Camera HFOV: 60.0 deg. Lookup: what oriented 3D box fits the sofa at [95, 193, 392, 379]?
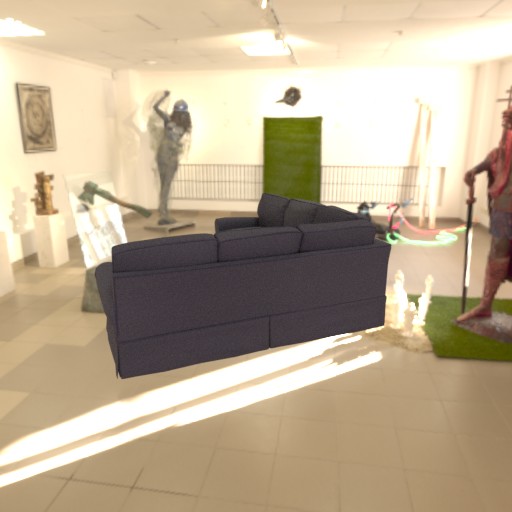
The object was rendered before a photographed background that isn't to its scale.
[{"bbox_3d":[0.000,0.000,5.157,2.874,1.169,3.773,2,16,8],"label":"sofa"}]
